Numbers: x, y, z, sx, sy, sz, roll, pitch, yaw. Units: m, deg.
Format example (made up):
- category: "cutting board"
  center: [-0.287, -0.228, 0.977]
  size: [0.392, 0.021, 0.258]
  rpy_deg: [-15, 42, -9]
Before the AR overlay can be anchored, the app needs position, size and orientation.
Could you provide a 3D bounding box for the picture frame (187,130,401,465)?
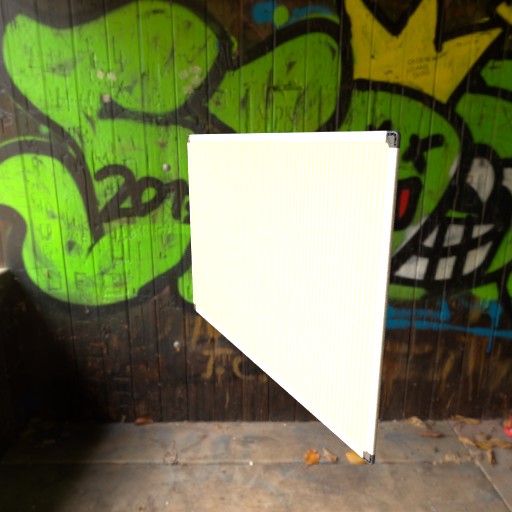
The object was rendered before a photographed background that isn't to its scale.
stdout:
- category: "picture frame"
  center: [0.000, 0.000, 1.126]
  size: [0.010, 0.600, 0.900]
  rpy_deg: [-8, 17, -28]
